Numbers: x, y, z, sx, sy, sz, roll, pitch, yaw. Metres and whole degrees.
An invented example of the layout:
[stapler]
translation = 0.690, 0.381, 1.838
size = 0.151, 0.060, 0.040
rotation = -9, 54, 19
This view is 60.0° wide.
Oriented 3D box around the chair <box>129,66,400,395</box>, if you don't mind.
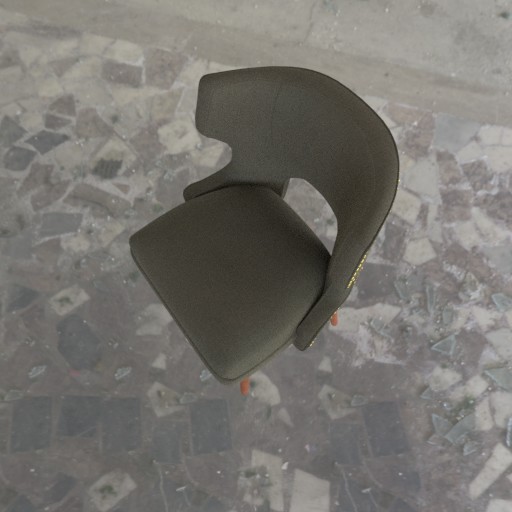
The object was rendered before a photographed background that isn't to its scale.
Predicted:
[chair]
translation = 0.000, 0.000, 1.270
size = 0.581, 0.863, 0.595
rotation = -34, 68, -15
